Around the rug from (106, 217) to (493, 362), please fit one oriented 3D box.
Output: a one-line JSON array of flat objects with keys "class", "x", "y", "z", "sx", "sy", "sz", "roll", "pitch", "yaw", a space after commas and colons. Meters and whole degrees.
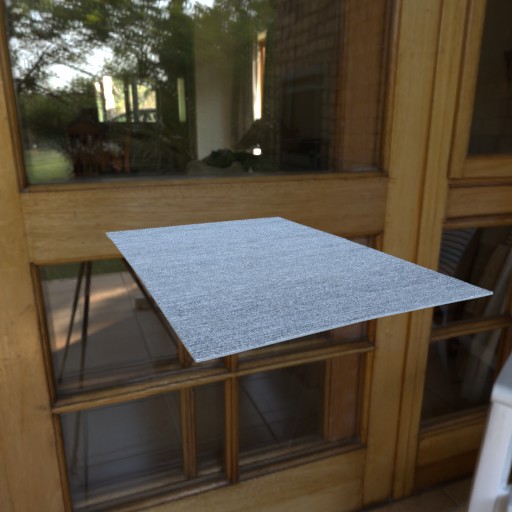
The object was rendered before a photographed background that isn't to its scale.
[{"class": "rug", "x": 0.000, "y": 0.000, "z": 2.957, "sx": 1.616, "sy": 0.030, "sz": 2.338, "roll": -7, "pitch": 17, "yaw": -25}]
